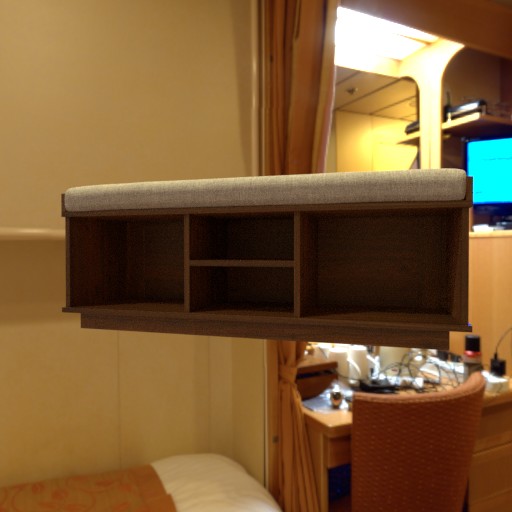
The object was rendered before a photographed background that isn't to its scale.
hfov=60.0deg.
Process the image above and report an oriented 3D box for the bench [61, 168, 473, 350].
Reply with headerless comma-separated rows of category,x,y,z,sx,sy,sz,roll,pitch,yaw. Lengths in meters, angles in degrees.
bench,0.000,0.000,1.404,1.196,0.468,0.367,0,1,17
